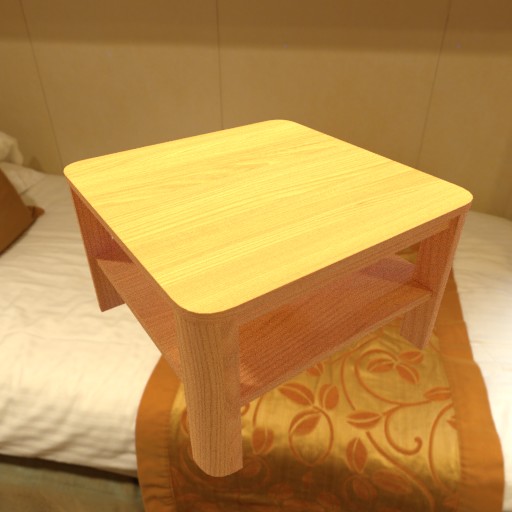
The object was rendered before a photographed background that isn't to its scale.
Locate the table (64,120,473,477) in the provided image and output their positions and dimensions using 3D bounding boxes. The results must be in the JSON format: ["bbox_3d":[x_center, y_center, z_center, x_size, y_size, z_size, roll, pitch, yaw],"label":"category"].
[{"bbox_3d":[0.000,0.000,1.213,0.750,0.450,0.750,-21,39,-29],"label":"table"}]
